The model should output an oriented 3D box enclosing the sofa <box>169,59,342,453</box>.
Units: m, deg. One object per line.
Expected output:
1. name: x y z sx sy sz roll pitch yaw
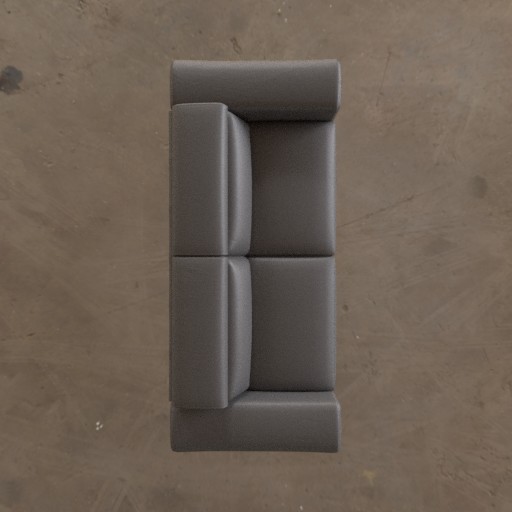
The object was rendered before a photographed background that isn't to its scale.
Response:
1. sofa: 0.000 0.000 2.788 1.023 0.759 2.321 0 90 1
